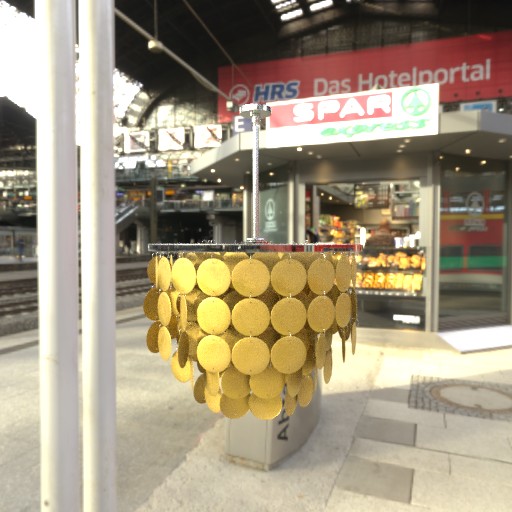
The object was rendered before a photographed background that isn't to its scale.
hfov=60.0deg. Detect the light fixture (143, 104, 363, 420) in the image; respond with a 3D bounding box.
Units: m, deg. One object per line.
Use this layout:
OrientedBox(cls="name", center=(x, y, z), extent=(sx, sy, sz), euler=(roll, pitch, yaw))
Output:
OrientedBox(cls="light fixture", center=(0.000, 0.000, 0.753), extent=(0.368, 0.492, 0.368), euler=(0, 2, 0))
